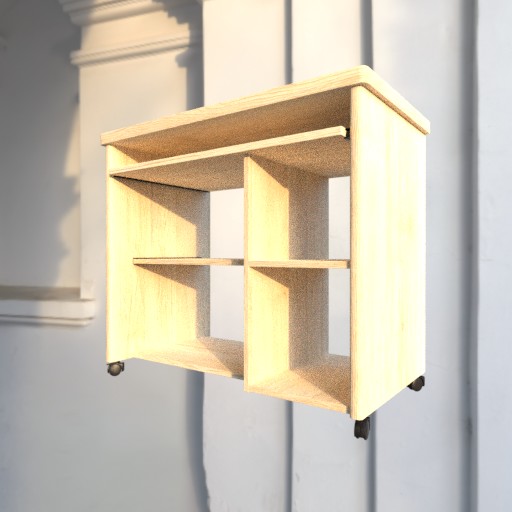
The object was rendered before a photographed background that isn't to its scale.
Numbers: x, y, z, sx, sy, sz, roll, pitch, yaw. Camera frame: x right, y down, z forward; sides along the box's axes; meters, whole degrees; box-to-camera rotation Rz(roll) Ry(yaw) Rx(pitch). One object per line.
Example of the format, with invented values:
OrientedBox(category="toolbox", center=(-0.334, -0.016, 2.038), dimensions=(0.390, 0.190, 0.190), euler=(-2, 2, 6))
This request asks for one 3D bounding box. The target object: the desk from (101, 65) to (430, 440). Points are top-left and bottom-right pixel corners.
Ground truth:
OrientedBox(category="desk", center=(0.000, 0.000, 1.338), dimensions=(0.885, 0.770, 0.480), euler=(0, 0, 36))
